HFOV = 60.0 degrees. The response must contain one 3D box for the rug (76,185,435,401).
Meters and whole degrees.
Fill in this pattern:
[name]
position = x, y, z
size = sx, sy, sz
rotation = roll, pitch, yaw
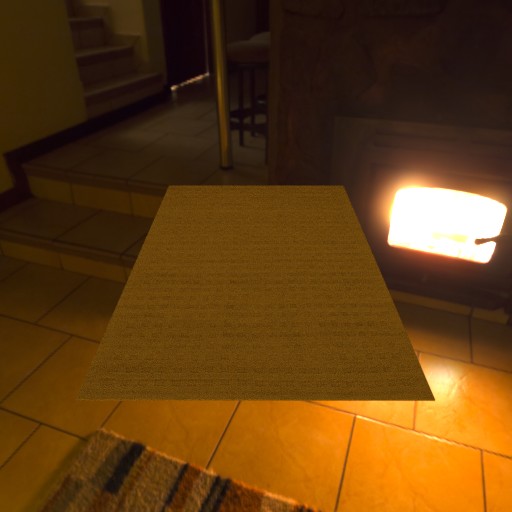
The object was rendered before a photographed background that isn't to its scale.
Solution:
[rug]
position = 0.000, 0.000, 2.155
size = 1.142, 0.006, 1.752
rotation = 0, 32, 0
